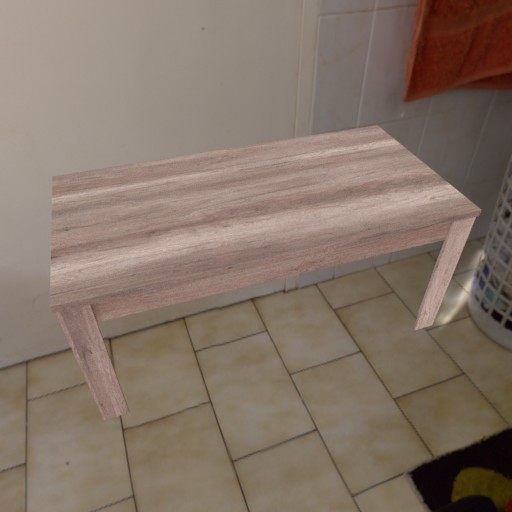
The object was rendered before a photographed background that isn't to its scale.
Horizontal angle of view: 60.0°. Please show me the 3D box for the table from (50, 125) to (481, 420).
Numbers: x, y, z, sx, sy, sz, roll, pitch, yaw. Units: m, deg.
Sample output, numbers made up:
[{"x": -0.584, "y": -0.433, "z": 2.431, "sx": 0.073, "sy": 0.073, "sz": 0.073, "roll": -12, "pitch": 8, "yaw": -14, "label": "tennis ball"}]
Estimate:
[{"x": 0.000, "y": 0.000, "z": 2.323, "sx": 1.800, "sy": 0.790, "sz": 0.900, "roll": -12, "pitch": 43, "yaw": -14, "label": "table"}]
